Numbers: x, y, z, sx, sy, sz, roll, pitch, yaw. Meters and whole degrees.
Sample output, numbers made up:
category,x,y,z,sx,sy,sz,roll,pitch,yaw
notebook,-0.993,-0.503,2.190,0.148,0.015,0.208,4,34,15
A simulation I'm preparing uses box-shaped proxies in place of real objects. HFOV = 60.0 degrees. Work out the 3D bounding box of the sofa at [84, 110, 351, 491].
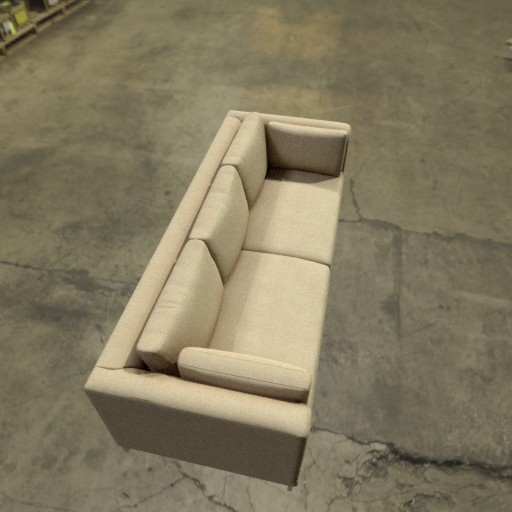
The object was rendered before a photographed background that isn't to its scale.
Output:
category,x,y,z,sx,sy,sz,roll,pitch,yaw
sofa,0.000,0.000,2.834,0.969,0.867,2.415,9,47,9
